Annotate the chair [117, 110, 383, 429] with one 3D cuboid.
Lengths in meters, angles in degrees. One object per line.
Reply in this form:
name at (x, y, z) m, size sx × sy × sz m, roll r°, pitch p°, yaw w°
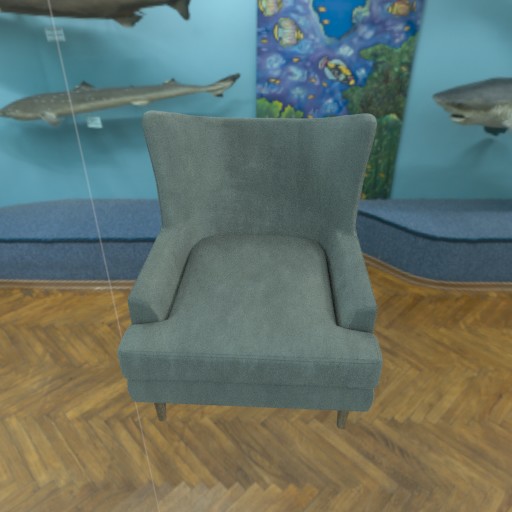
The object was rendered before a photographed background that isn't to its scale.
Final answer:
chair at (0.000, 0.000, 1.612) m, size 0.784 × 0.950 × 0.906 m, roll 2°, pitch 32°, yaw 3°
